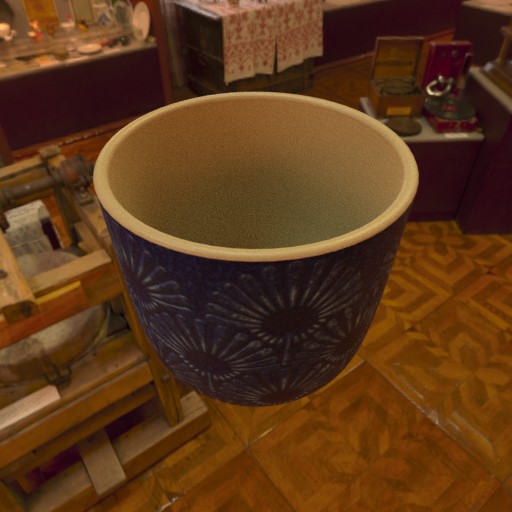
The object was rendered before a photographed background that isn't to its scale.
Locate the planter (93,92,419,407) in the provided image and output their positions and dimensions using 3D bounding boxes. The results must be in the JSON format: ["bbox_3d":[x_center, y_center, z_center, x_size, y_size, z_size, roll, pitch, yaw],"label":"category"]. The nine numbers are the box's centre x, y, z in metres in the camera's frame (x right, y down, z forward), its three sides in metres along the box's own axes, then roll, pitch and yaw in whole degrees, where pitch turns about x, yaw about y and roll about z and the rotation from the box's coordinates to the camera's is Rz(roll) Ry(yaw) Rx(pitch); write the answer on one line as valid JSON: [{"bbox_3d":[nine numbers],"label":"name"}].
[{"bbox_3d":[0.000,0.000,0.210,0.124,0.109,0.124,0,42,0],"label":"planter"}]
